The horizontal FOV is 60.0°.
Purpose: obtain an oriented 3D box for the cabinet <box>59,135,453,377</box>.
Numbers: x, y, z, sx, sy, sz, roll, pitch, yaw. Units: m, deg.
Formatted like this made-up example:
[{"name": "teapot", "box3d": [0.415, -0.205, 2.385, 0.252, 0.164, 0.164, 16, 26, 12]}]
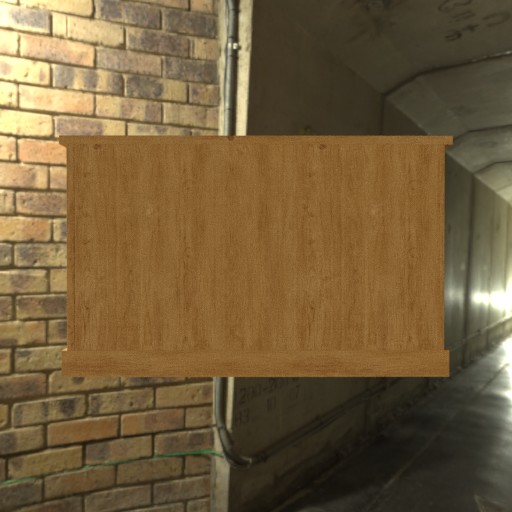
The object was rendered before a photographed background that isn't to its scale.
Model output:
[{"name": "cabinet", "box3d": [0.000, 0.000, 1.704, 1.321, 0.810, 0.432, 0, 0, 0]}]
